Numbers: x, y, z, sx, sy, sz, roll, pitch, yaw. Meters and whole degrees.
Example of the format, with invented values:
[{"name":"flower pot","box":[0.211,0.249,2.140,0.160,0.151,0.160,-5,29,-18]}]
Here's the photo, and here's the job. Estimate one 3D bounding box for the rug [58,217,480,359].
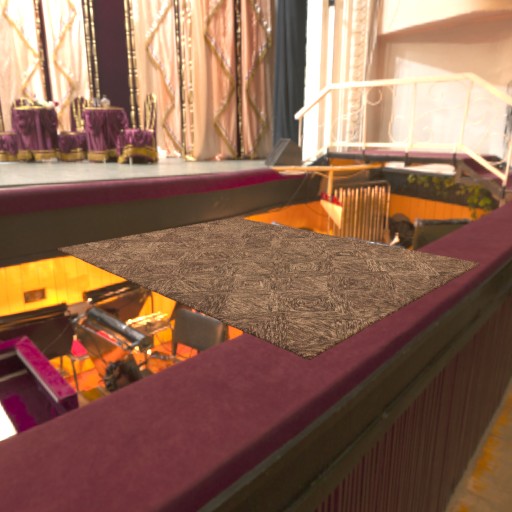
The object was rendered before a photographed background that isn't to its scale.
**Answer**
[{"name":"rug","box":[0.000,0.000,4.183,3.204,0.017,2.448,15,21,43]}]
